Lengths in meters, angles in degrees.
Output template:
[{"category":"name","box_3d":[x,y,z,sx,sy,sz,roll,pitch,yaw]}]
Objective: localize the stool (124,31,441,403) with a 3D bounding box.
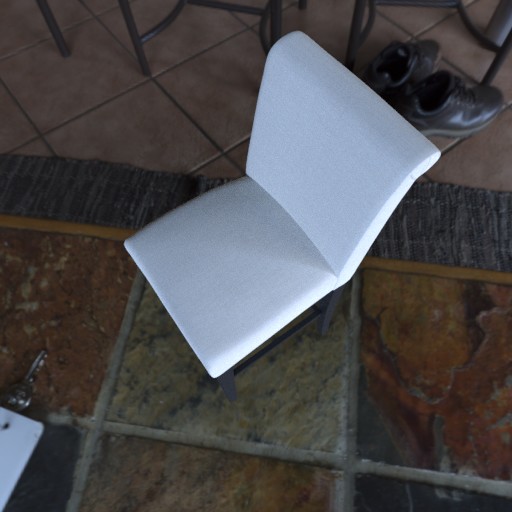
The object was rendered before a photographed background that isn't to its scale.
[{"category":"stool","box_3d":[0.000,0.000,1.293,0.597,0.976,0.452,-33,68,-15]}]
